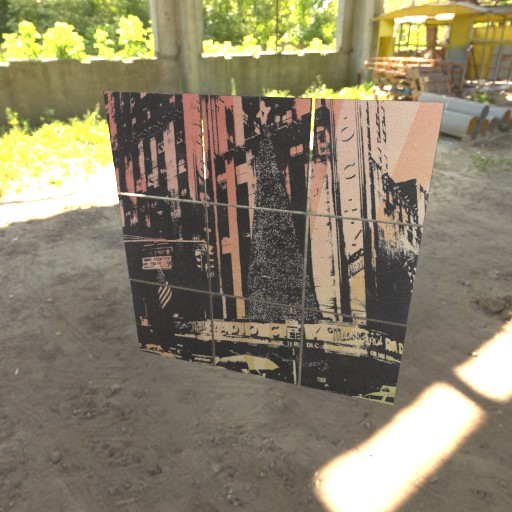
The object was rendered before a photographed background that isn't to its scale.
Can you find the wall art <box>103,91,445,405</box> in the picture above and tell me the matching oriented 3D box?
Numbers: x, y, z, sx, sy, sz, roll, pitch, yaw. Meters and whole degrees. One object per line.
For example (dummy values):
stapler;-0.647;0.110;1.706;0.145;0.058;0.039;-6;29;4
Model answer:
wall art;0.000;0.000;1.346;0.919;0.917;0.010;8;27;16
